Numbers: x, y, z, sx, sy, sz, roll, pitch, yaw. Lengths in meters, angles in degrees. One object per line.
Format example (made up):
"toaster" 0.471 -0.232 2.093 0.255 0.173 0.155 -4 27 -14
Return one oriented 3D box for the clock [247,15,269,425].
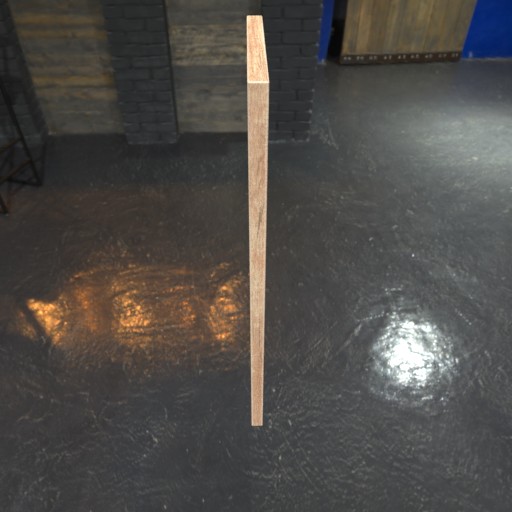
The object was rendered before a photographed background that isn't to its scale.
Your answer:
"clock" 0.000 0.000 1.071 0.030 0.965 0.361 -1 41 -1
